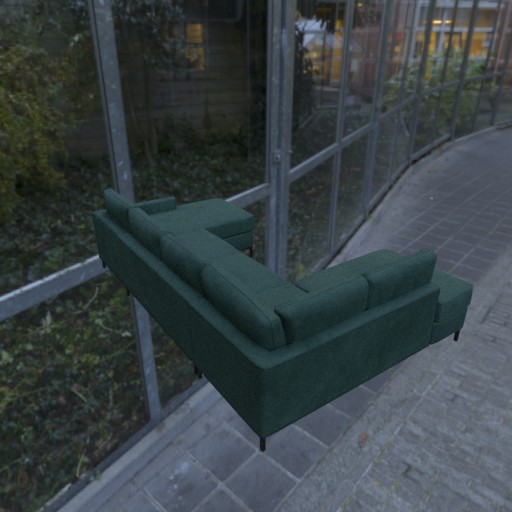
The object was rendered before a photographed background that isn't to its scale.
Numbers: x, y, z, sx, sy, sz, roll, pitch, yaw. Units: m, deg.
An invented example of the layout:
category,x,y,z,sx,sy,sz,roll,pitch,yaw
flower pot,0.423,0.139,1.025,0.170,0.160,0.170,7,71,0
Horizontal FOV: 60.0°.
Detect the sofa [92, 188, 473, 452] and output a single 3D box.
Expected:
category,x,y,z,sx,sy,sz,roll,pitch,yaw
sofa,0.000,0.000,3.942,1.992,0.861,2.994,-17,30,-31
